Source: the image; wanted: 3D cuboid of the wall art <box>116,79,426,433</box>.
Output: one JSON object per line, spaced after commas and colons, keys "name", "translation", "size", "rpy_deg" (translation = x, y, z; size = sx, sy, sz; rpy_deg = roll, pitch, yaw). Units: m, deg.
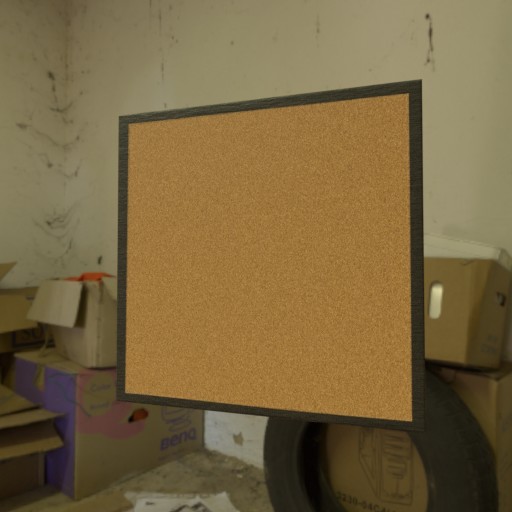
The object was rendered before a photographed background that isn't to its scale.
{"name": "wall art", "translation": [0.000, 0.000, 0.982], "size": [0.695, 0.691, 0.029], "rpy_deg": [-1, -2, 18]}
